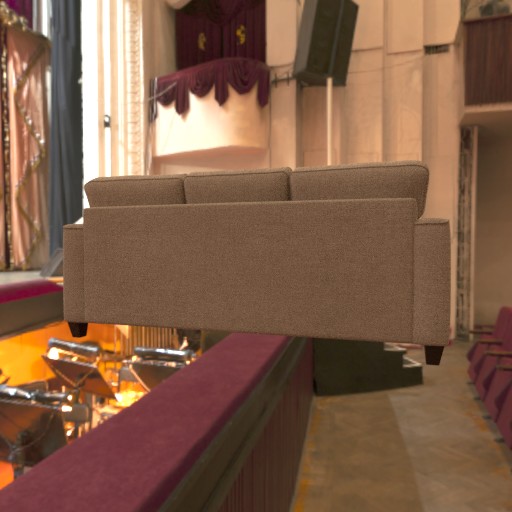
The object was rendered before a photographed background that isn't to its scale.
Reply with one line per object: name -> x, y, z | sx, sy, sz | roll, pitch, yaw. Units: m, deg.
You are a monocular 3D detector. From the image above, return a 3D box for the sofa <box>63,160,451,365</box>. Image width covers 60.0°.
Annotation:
sofa -> 0.000, 0.000, 2.724 | 2.133, 0.965, 0.939 | 0, 2, 18
